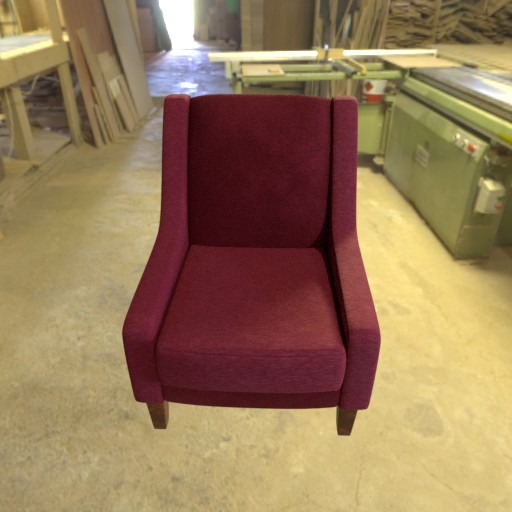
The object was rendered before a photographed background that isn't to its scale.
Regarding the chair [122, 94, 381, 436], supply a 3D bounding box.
[{"bbox_3d":[0.000,0.000,1.680,0.793,1.017,0.985,1,30,2],"label":"chair"}]
